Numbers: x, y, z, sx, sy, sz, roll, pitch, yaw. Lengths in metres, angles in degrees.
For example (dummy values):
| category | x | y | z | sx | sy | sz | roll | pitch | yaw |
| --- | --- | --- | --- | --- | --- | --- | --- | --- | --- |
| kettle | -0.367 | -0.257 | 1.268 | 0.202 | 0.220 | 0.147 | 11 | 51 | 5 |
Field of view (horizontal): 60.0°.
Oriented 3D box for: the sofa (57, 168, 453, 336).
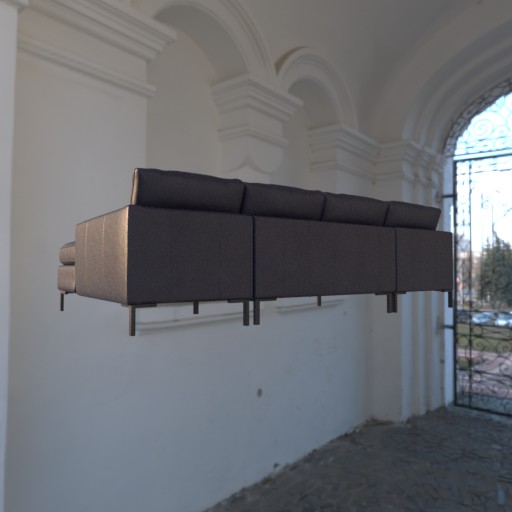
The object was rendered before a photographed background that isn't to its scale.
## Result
| category | x | y | z | sx | sy | sz | roll | pitch | yaw |
| --- | --- | --- | --- | --- | --- | --- | --- | --- | --- |
| sofa | 0.000 | 0.000 | 3.830 | 2.956 | 0.900 | 1.939 | 1 | -2 | -35 |
